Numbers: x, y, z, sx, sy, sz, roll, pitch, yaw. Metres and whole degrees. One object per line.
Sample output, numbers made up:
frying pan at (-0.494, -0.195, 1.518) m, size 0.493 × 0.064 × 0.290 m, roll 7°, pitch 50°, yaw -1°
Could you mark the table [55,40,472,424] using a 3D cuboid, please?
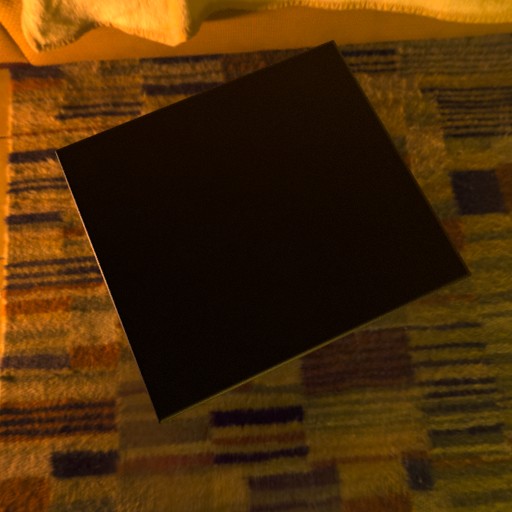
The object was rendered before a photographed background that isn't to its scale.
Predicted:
table at (0.000, 0.000, 0.936) m, size 0.488 × 0.565 × 0.442 m, roll -24°, pitch 77°, yaw -6°
